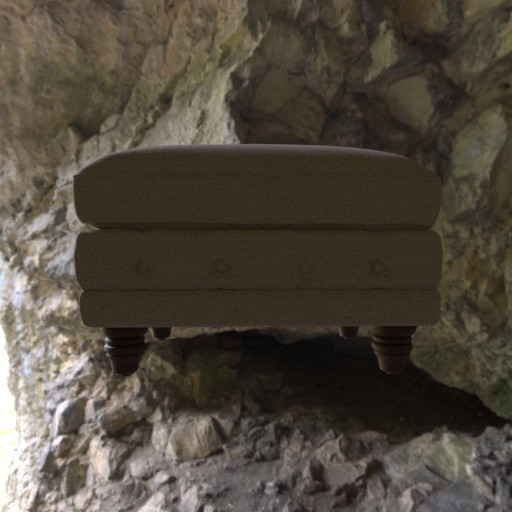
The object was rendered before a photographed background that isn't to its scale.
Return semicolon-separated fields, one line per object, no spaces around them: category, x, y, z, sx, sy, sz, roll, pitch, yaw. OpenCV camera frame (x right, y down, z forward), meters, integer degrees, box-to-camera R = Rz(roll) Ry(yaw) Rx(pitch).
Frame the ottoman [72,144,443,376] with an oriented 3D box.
ottoman;0.000;0.000;1.050;0.684;0.463;0.541;0;0;-1
